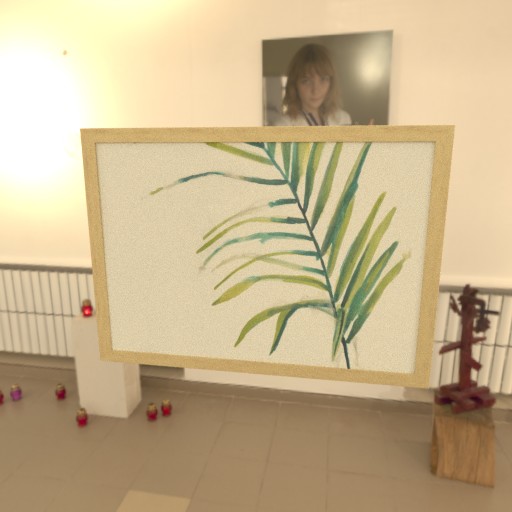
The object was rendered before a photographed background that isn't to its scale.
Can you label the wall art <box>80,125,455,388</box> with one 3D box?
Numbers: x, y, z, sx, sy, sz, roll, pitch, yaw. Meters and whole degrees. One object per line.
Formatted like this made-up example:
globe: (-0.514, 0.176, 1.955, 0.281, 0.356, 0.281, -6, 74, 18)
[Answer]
wall art: (0.000, 0.000, 0.680, 0.532, 0.380, 0.032, 2, 14, 10)
